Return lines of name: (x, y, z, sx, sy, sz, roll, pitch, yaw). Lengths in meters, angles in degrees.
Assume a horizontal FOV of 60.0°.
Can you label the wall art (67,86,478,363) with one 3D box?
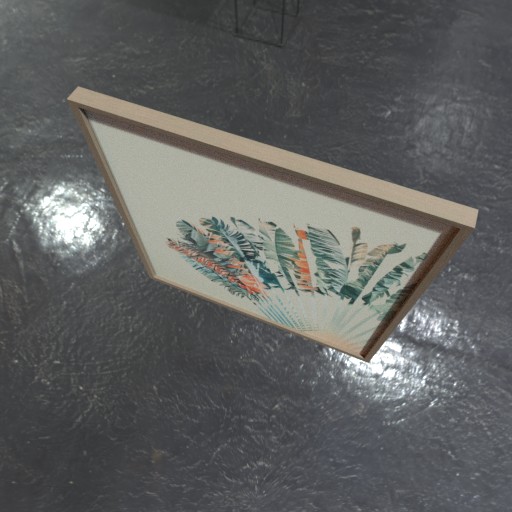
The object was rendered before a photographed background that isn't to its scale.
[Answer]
wall art: (0.000, 0.000, 1.108, 0.761, 0.758, 0.038, 20, 62, 11)
